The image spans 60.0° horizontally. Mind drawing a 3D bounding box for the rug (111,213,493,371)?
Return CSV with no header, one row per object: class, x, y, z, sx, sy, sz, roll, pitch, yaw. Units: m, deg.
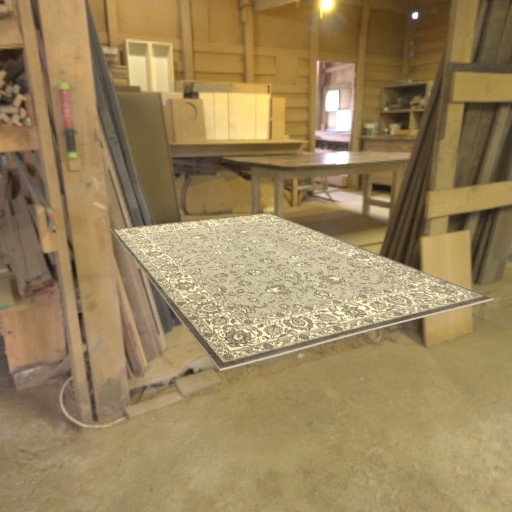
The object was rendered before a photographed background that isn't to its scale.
rug,0.000,0.000,2.998,1.524,0.011,2.438,-8,19,-25
